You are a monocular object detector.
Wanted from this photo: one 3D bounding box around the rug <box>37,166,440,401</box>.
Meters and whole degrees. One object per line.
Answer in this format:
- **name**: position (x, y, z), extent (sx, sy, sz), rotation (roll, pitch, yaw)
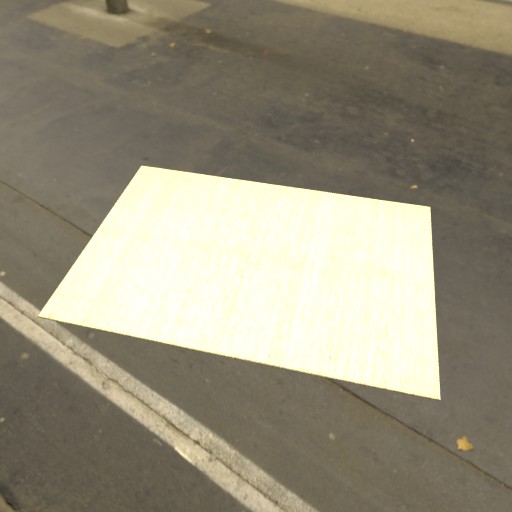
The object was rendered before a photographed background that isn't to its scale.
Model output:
- **rug**: position (0.000, 0.000, 2.384), extent (1.850, 0.015, 1.250), rotation (10, 48, 9)
